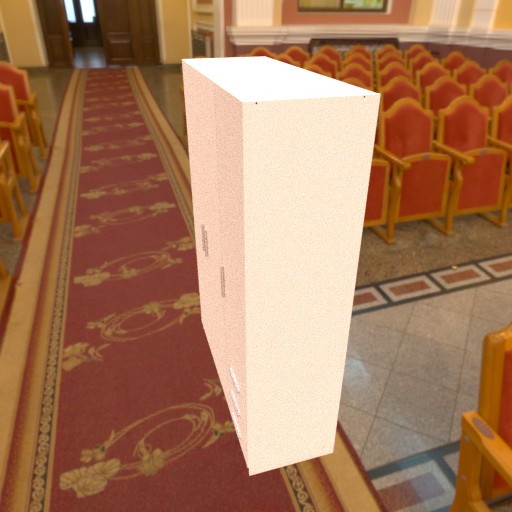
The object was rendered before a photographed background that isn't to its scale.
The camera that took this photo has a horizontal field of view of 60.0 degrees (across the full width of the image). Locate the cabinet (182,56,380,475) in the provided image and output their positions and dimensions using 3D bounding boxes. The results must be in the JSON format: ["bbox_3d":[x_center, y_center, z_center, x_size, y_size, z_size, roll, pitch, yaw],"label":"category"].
[{"bbox_3d":[0.000,0.000,2.477,0.510,1.910,1.290,-9,31,-15],"label":"cabinet"}]
